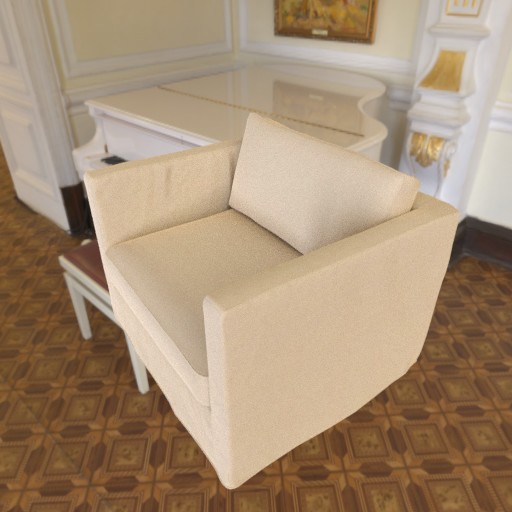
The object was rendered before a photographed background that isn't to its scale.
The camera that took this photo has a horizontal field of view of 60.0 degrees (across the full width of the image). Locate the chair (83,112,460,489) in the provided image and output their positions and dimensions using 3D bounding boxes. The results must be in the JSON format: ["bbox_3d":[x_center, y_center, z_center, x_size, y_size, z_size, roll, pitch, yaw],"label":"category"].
[{"bbox_3d":[0.000,0.000,1.711,0.947,0.851,1.057,-21,38,-29],"label":"chair"}]
